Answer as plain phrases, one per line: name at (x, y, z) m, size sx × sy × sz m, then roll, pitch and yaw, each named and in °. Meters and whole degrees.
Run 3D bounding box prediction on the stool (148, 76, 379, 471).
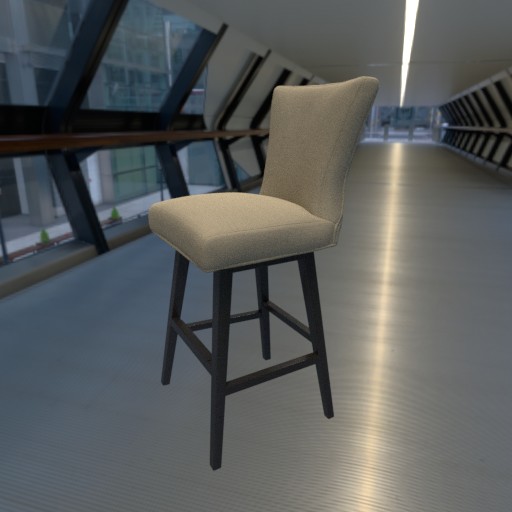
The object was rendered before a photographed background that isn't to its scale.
stool at (0.000, 0.000, 1.461) m, size 0.574 × 1.086 × 0.514 m, roll -9°, pitch 20°, yaw -27°
